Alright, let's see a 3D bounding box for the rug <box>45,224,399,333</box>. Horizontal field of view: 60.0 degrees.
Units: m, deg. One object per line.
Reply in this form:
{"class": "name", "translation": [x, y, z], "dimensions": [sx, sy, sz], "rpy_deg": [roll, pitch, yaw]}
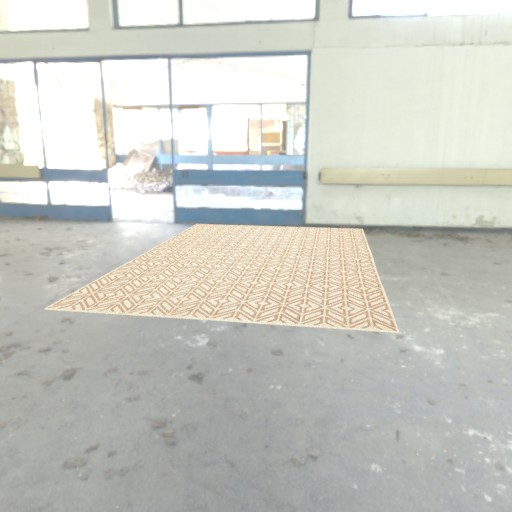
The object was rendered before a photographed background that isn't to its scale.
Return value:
{"class": "rug", "translation": [0.000, 0.000, 2.356], "dimensions": [1.220, 0.007, 1.828], "rpy_deg": [2, 14, 9]}
